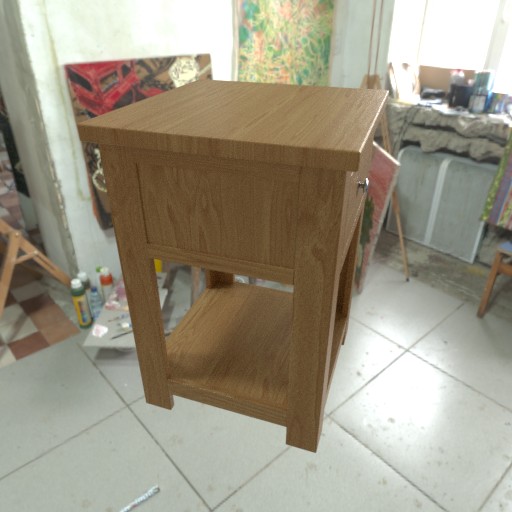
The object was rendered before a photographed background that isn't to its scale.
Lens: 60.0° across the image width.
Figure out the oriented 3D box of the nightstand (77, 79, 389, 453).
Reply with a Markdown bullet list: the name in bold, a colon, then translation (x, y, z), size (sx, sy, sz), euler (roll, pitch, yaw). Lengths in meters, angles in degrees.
- **nightstand**: translation (0.000, 0.000, 0.929), size (0.418, 0.614, 0.428), euler (10, 32, 16)
